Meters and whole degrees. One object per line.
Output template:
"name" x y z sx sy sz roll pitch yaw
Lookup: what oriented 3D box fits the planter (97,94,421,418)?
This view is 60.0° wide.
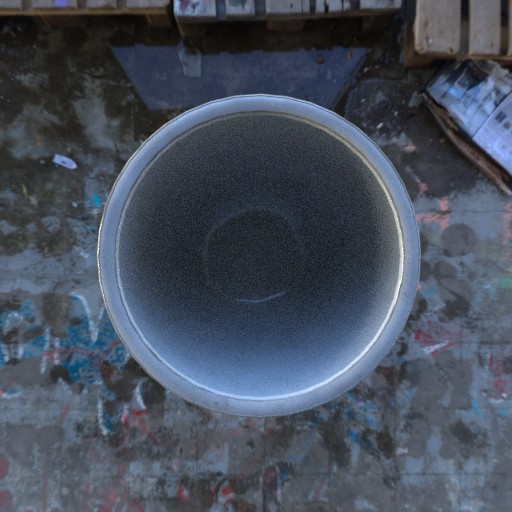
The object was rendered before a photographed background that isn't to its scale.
"planter" 0.000 0.000 0.310 0.173 0.160 0.173 0 90 -2
